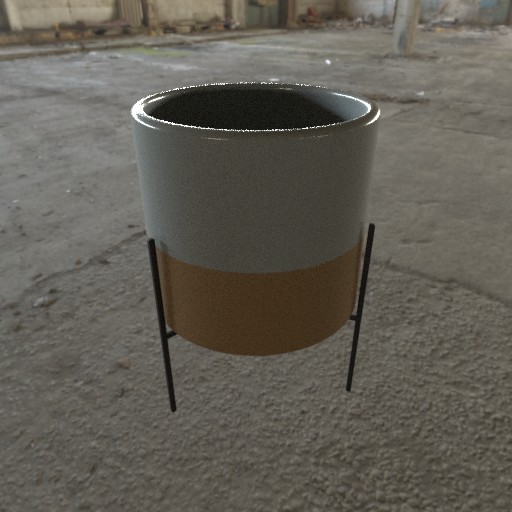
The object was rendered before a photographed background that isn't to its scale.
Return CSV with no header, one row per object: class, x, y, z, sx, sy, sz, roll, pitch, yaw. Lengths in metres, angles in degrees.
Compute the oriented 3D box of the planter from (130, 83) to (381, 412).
planter,0.000,0.000,0.647,0.310,0.432,0.310,20,36,31
